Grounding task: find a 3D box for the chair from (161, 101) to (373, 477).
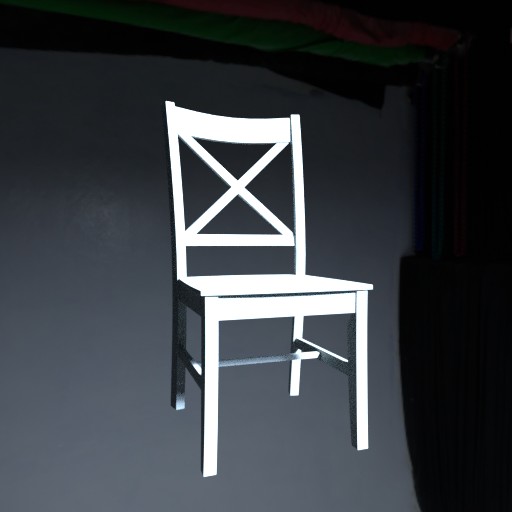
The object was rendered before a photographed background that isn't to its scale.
[{"bbox_3d":[0.000,0.000,1.305,0.485,0.983,0.542,-1,2,-19],"label":"chair"}]
